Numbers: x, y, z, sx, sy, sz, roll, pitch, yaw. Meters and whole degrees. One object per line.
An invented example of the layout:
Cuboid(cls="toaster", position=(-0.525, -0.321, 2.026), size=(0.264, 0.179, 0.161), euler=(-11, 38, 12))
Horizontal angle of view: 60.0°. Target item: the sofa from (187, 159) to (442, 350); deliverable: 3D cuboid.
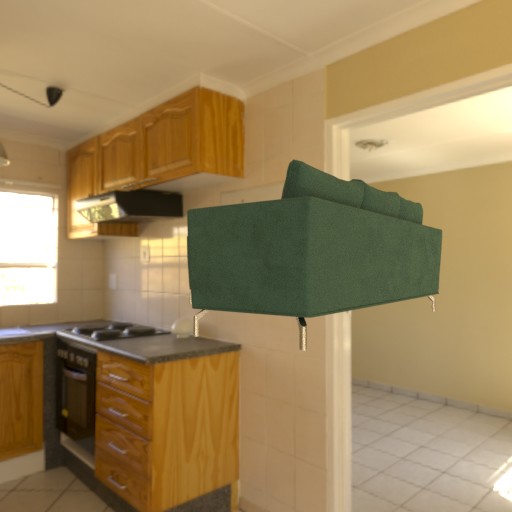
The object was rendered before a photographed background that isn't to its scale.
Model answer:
Cuboid(cls="sofa", position=(0.000, 0.000, 3.818), size=(2.468, 1.004, 2.452), euler=(-1, -2, 37))
